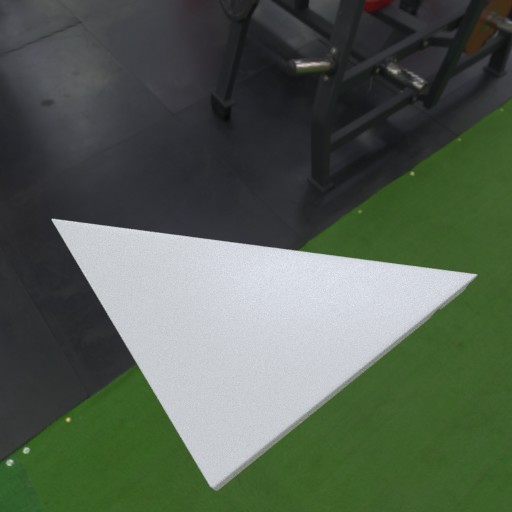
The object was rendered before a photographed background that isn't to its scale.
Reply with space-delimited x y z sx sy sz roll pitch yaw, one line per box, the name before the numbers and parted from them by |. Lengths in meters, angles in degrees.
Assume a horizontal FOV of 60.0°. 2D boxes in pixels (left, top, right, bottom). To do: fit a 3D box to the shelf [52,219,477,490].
shelf | 0.000 0.000 0.441 0.296 0.035 0.296 -32 64 -18
